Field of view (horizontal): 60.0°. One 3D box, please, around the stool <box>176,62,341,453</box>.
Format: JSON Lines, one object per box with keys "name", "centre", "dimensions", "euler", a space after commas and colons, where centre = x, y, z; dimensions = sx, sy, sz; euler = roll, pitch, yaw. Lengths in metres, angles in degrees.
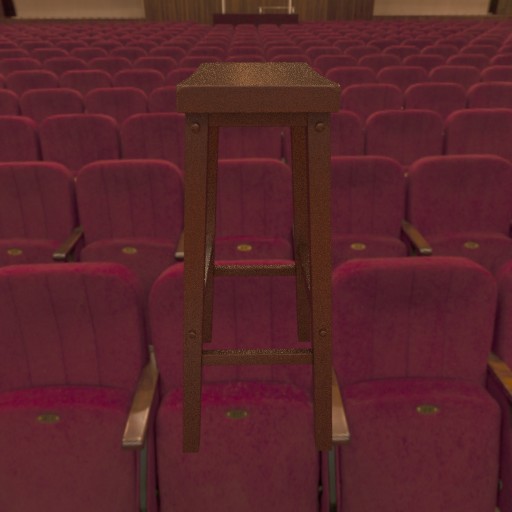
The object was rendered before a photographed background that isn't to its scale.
{"name": "stool", "centre": [0.000, 0.000, 0.961], "dimensions": [0.322, 0.742, 0.406], "euler": [0, 28, -1]}
